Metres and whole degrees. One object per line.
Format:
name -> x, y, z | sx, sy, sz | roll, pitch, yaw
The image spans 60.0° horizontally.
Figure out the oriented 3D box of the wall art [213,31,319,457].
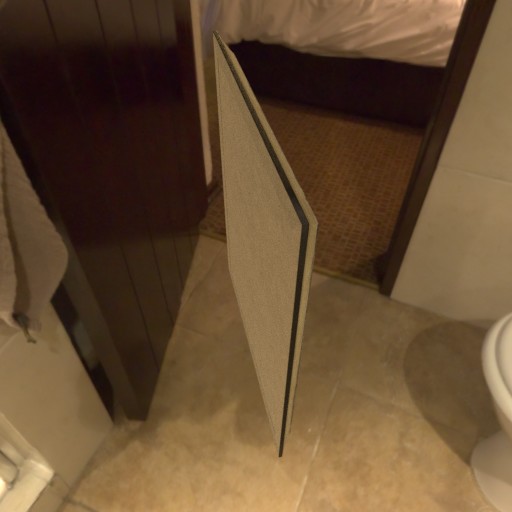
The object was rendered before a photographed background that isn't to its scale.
wall art -> 0.000, 0.000, 0.610 | 0.023, 0.457, 0.381 | -10, 47, -9
